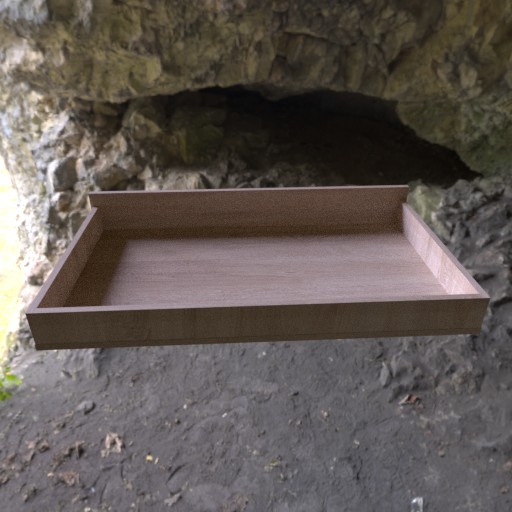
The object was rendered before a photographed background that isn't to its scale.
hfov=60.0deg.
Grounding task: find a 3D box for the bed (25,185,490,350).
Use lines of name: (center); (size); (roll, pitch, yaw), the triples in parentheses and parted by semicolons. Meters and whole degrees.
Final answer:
bed: (0.000, 0.000, 1.444); (1.200, 0.209, 0.685); (-2, 30, -3)
